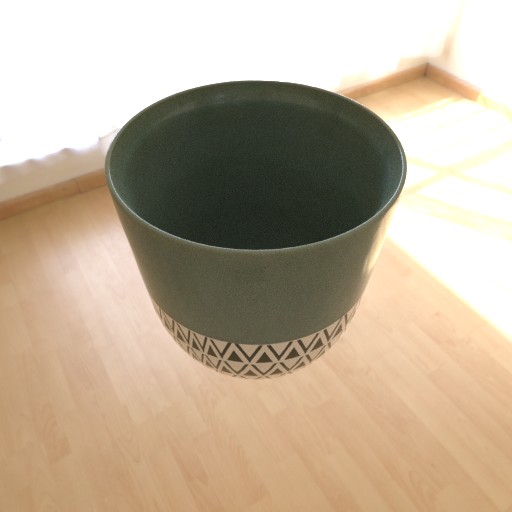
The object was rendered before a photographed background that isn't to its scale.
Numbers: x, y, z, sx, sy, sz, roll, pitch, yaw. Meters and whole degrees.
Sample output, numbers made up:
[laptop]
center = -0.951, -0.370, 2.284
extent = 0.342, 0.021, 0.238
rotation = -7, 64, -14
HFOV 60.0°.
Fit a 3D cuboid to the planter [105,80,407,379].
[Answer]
[planter]
center = 0.000, 0.000, 0.375
extent = 0.198, 0.214, 0.198
rotation = 0, 47, 0
